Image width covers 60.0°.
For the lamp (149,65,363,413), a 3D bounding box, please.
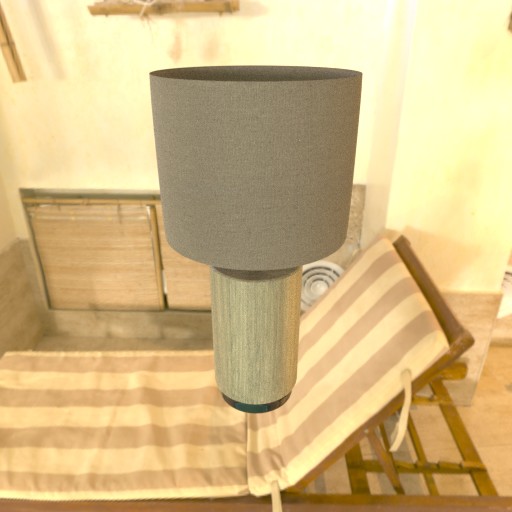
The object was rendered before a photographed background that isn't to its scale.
[{"bbox_3d":[0.000,0.000,0.578,0.228,0.444,0.228,0,26,1],"label":"lamp"}]
